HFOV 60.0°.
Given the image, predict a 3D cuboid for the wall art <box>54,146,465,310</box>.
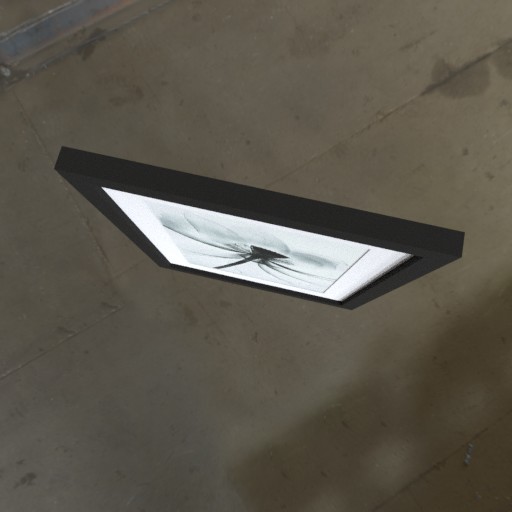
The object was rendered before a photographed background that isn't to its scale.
[{"bbox_3d":[0.000,0.000,0.760,0.457,0.559,0.029,13,78,3],"label":"wall art"}]
